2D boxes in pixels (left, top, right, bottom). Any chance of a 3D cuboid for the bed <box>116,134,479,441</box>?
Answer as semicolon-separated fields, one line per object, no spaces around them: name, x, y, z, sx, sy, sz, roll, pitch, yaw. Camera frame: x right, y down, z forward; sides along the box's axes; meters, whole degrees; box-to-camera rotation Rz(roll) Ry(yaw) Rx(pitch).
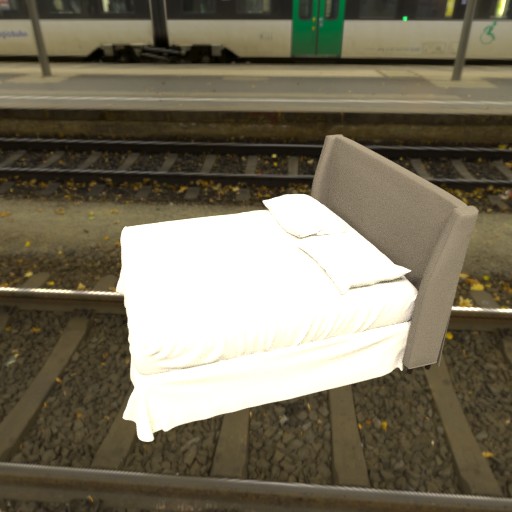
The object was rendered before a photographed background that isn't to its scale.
bed;0.000;0.000;3.493;2.276;1.332;1.925;-9;31;-15
